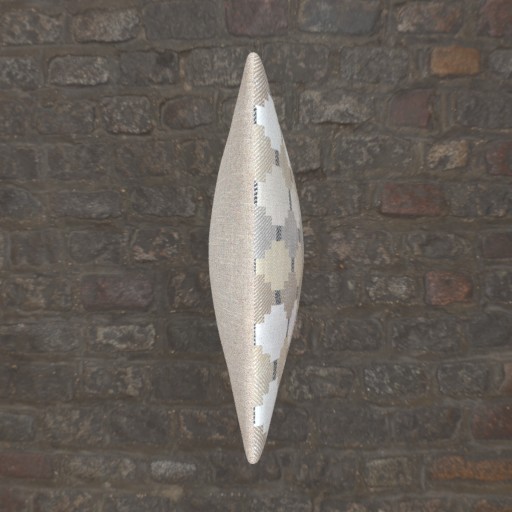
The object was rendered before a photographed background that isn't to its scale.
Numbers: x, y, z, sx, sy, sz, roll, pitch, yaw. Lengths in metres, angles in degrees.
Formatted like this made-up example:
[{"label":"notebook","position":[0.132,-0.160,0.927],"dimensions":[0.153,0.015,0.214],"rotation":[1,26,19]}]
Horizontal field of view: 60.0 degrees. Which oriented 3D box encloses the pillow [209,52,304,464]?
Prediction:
[{"label":"pillow","position":[0.000,0.000,0.869],"dimensions":[0.192,0.558,0.578],"rotation":[0,92,1]}]
